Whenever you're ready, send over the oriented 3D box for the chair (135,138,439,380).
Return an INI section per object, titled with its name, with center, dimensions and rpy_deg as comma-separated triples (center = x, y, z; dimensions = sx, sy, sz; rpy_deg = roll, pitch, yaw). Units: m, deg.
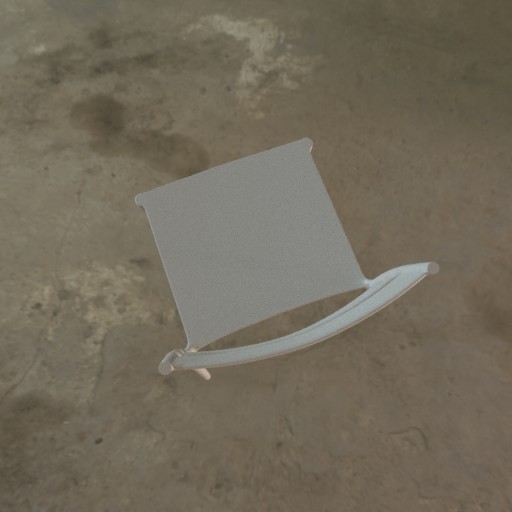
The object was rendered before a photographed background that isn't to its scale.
[chair]
center = 0.000, 0.000, 1.125
dimensions = 0.531, 0.800, 0.511
rpy_deg = -20, 77, -5
